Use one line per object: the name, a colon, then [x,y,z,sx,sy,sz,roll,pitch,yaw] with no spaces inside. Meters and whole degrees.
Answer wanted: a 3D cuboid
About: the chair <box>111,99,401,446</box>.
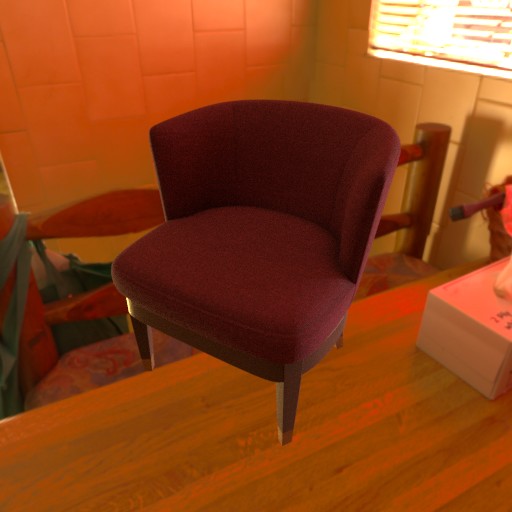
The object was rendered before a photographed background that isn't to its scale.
chair: [0.000,0.000,1.302,0.700,0.760,0.660,18,35,27]
